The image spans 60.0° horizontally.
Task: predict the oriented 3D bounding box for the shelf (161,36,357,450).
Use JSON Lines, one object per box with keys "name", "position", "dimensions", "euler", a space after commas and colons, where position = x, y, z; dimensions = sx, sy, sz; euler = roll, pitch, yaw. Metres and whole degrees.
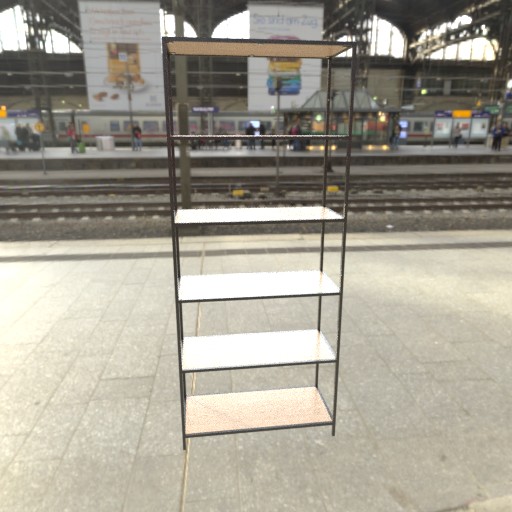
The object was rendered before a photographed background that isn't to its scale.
{"name": "shelf", "position": [0.000, 0.000, 2.140], "dimensions": [0.770, 1.850, 0.350], "euler": [-2, 16, -8]}
